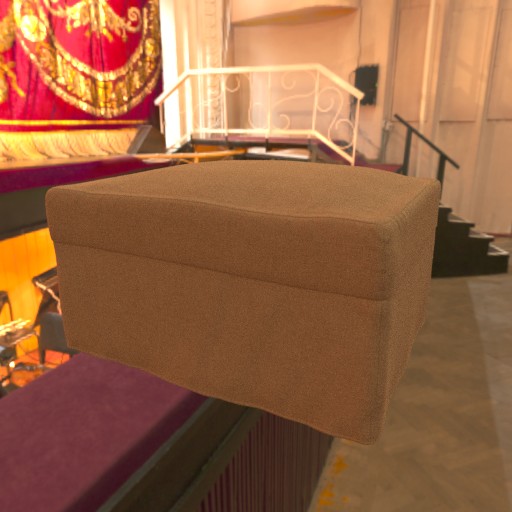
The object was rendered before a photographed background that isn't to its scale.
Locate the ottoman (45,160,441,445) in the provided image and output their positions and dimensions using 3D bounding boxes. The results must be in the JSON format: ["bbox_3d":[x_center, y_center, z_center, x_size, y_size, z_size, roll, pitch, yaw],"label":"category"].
[{"bbox_3d":[0.000,0.000,1.193,0.833,0.485,0.650,9,19,27],"label":"ottoman"}]
